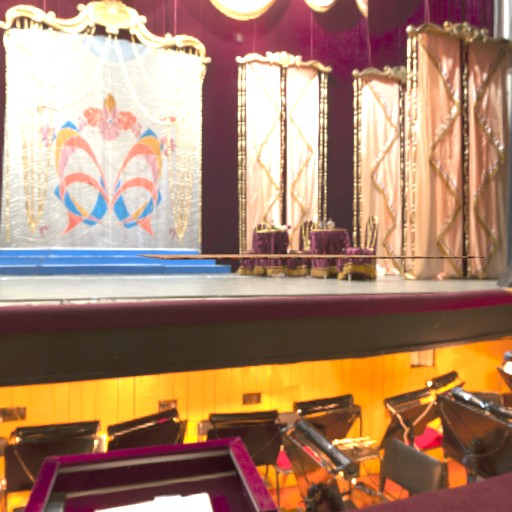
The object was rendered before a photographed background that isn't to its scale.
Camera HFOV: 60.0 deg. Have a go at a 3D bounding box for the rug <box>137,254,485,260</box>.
[{"bbox_3d":[0.000,0.000,3.144,1.523,0.010,2.584,0,0,-18],"label":"rug"}]
